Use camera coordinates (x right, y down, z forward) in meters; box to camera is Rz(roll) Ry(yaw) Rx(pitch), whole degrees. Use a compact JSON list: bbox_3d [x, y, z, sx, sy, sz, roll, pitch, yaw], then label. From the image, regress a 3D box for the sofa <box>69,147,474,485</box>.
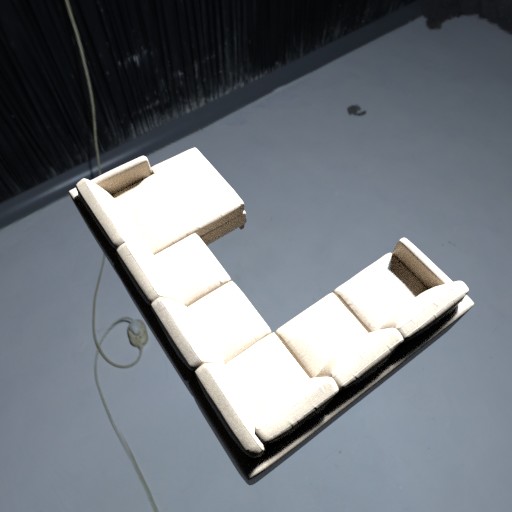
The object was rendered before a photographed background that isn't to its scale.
[{"bbox_3d":[0.000,0.000,4.654,2.594,0.961,3.460,-31,64,-17],"label":"sofa"}]
